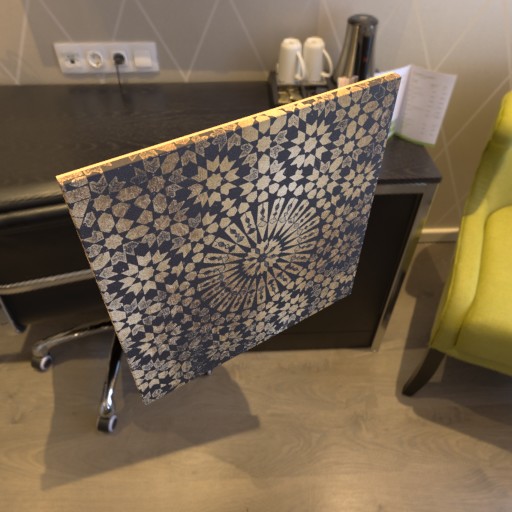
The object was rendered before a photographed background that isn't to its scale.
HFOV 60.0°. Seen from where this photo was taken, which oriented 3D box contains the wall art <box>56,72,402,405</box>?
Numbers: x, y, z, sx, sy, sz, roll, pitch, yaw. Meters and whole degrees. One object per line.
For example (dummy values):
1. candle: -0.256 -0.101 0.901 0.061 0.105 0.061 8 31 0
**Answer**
1. wall art: 0.000 0.000 1.357 0.914 0.914 0.038 -24 50 -22
